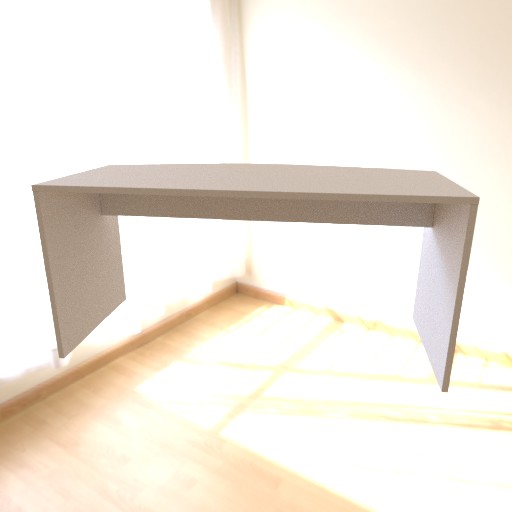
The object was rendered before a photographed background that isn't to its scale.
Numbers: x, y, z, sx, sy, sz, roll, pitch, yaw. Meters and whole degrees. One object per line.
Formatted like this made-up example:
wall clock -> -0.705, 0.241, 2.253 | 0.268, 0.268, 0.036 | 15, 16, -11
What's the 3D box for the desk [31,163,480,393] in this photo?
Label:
desk -> 0.000, 0.000, 2.053 | 1.600, 0.750, 0.802 | 3, 19, 8
